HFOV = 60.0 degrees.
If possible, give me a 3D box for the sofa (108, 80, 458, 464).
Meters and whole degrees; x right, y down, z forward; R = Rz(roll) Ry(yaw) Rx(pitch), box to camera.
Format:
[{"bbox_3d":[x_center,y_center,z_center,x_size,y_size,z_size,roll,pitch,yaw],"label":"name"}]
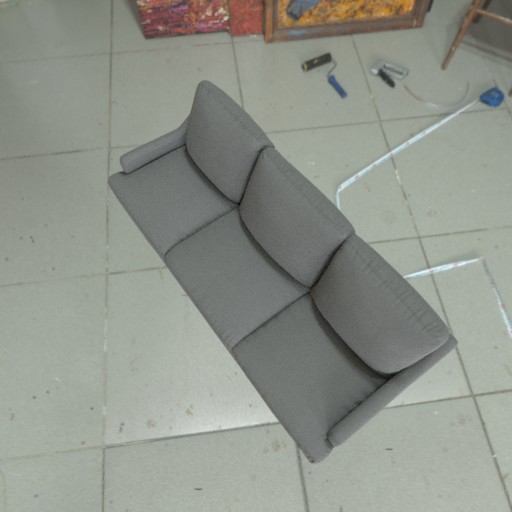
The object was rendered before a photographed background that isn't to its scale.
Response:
[{"bbox_3d":[0.000,0.000,2.850,0.987,0.926,2.344,-34,68,-16],"label":"sofa"}]
